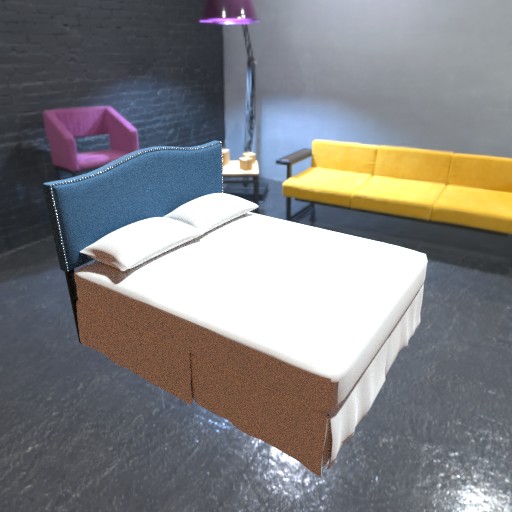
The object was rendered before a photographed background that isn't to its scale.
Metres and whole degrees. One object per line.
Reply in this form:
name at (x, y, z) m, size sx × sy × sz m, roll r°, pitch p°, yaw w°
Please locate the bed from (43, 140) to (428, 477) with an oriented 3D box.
bed at (0.000, 0.000, 2.850) m, size 1.872 × 1.169 × 1.610 m, roll 16°, pitch 29°, yaw 30°
